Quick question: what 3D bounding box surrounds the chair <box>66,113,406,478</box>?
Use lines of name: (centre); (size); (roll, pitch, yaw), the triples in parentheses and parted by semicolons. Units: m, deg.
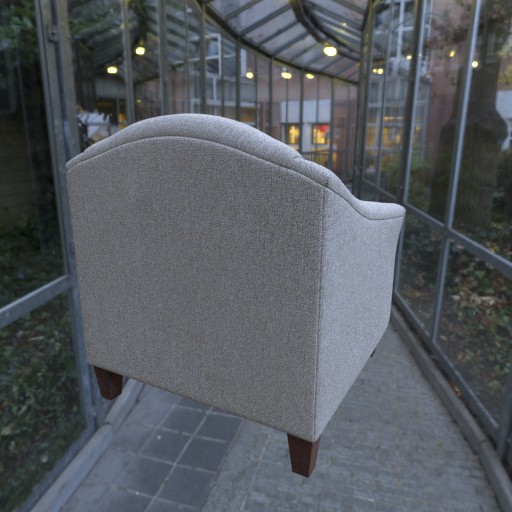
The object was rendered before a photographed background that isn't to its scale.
chair: (0.000, 0.000, 1.413); (0.763, 0.839, 0.787); (8, 17, 28)
